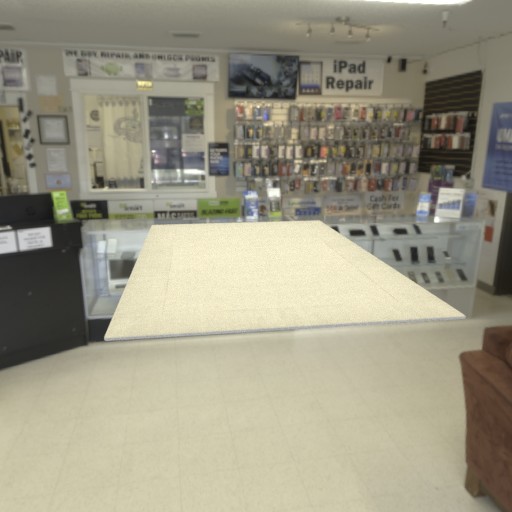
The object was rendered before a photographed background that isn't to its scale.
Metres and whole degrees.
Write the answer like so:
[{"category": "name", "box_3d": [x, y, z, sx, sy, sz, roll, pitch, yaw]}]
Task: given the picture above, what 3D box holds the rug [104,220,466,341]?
[{"category": "rug", "box_3d": [0.000, 0.000, 2.329, 1.219, 0.013, 1.829, -2, 15, -8]}]
